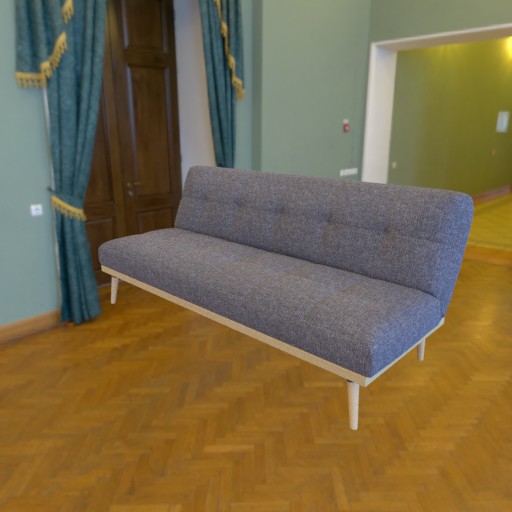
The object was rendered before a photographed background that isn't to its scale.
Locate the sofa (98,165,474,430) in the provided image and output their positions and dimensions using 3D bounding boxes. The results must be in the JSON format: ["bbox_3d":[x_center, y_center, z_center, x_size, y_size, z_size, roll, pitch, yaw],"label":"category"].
[{"bbox_3d":[0.000,0.000,2.279,1.820,0.770,0.820,15,23,41],"label":"sofa"}]
